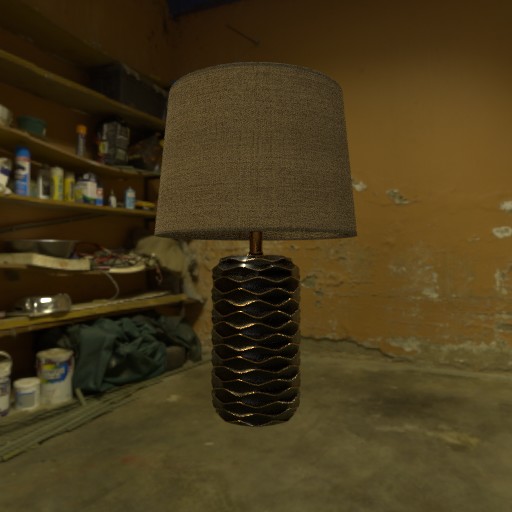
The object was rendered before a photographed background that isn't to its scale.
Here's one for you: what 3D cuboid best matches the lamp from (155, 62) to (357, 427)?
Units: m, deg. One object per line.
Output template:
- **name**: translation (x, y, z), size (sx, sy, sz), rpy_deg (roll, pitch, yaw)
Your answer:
- **lamp**: translation (0.000, 0.000, 0.842), size (0.376, 0.594, 0.376), rpy_deg (0, 0, 0)
